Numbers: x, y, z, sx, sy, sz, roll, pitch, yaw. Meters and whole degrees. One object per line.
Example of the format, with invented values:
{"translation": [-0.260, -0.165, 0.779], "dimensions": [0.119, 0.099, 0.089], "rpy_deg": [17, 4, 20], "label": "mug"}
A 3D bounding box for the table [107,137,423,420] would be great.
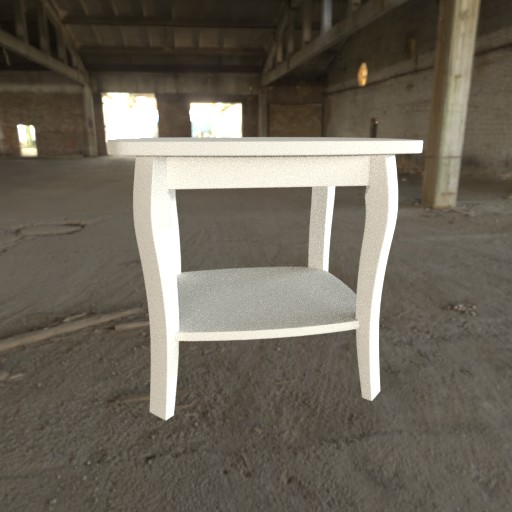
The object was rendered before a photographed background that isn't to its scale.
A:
{"translation": [0.000, 0.000, 0.854], "dimensions": [0.502, 0.438, 0.451], "rpy_deg": [-2, 16, -9], "label": "table"}
